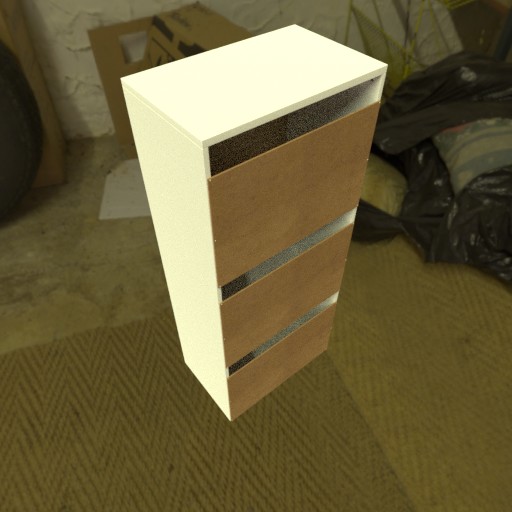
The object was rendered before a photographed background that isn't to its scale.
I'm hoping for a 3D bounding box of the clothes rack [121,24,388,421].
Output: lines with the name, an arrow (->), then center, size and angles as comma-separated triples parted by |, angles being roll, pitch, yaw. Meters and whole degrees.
clothes rack -> 0.000, 0.000, 1.404 | 0.500, 1.187, 0.331 | -30, 54, -25
